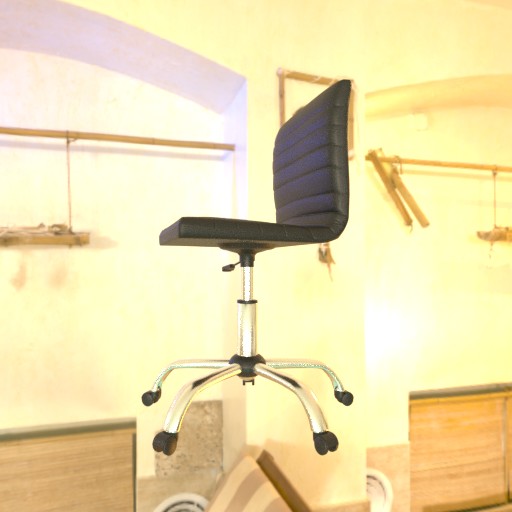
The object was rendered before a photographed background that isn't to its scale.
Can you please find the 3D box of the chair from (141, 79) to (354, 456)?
[{"bbox_3d":[0.000,0.000,1.099,0.530,0.780,0.556,0,-1,-18],"label":"chair"}]
